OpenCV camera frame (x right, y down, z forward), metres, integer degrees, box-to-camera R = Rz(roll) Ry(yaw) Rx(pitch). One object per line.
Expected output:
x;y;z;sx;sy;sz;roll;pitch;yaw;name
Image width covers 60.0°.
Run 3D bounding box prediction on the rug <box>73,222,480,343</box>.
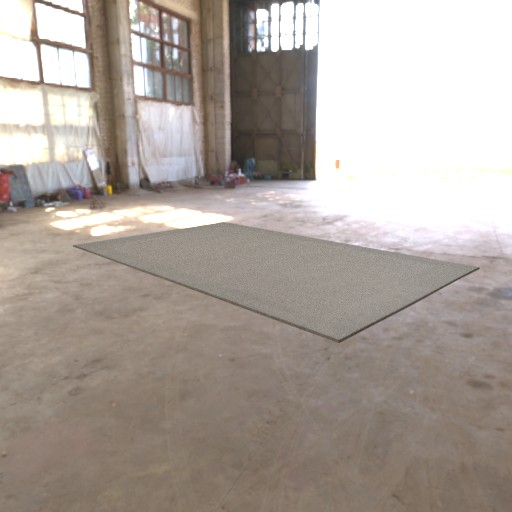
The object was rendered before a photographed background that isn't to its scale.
0.000;0.000;3.084;2.438;0.014;1.524;13;19;43;rug
